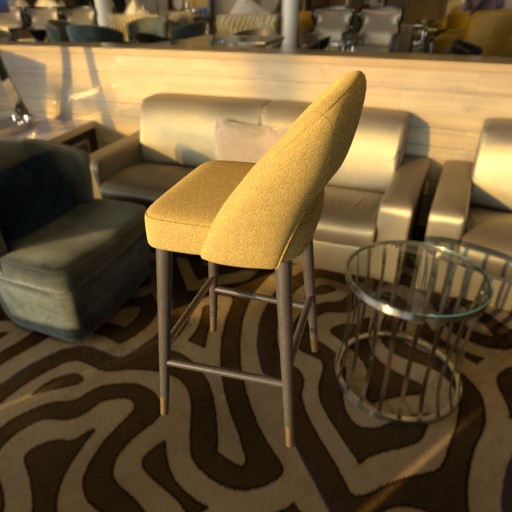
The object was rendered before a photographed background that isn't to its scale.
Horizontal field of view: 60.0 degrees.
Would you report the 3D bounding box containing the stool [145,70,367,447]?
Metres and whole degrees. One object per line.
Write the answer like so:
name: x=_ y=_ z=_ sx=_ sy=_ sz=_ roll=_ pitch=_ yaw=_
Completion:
stool: x=0.000 y=0.000 z=1.318 sx=0.522 sy=1.032 sz=0.536 roll=9 pitch=31 yaw=14
